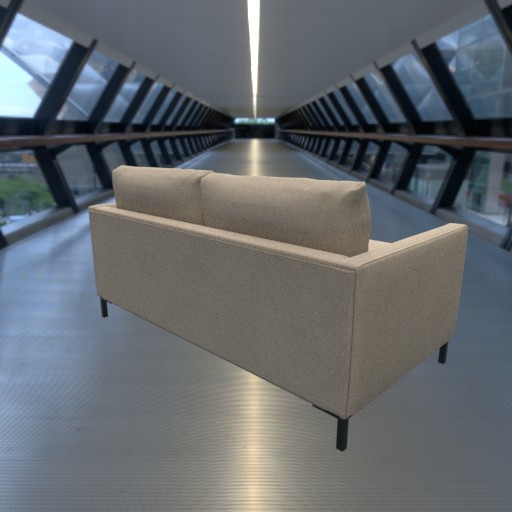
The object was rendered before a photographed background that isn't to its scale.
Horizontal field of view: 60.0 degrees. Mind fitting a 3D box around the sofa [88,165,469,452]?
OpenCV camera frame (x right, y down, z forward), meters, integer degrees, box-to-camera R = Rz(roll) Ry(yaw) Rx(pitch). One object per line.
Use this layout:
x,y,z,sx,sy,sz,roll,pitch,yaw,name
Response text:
0.000,0.000,2.142,1.682,0.840,0.875,14,20,42,sofa
